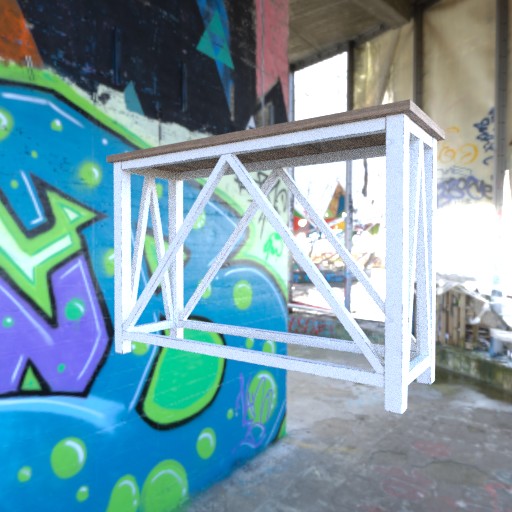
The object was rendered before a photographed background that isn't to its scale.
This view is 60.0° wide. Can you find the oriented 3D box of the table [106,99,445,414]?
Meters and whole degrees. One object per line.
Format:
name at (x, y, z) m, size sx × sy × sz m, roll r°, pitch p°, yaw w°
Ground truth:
table at (0.000, 0.000, 1.873) m, size 1.400 × 0.930 × 0.450 m, roll 1°, pitch 2°, yaw 35°
